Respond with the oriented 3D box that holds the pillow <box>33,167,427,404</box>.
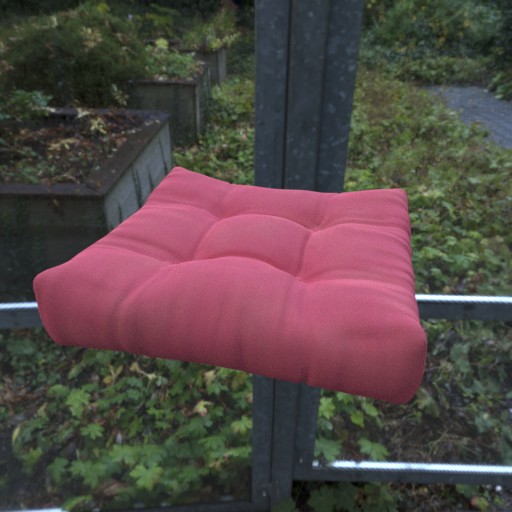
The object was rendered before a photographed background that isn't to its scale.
[{"bbox_3d":[0.000,0.000,0.716,0.490,0.128,0.468,7,31,12],"label":"pillow"}]
